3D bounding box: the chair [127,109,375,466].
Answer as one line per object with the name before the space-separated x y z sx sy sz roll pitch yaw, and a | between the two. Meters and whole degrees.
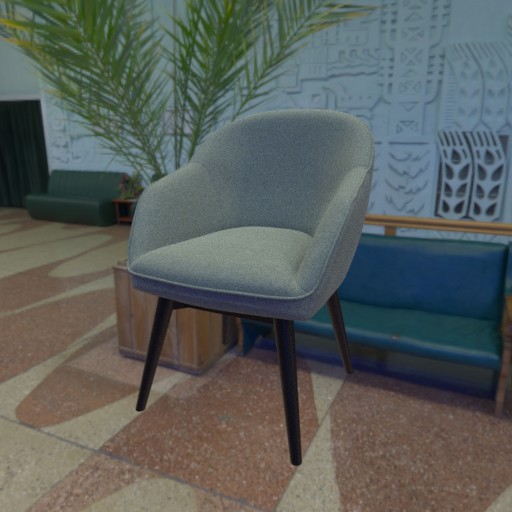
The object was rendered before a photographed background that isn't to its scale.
chair | 0.000 0.000 1.236 0.589 0.810 0.611 7 16 26
